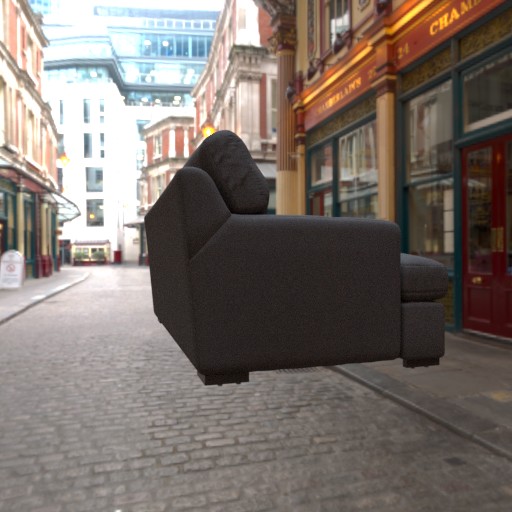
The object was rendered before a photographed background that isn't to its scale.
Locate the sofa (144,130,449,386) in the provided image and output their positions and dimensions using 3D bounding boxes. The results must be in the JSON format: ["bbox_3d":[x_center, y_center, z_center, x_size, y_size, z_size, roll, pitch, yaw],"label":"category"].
[{"bbox_3d":[0.000,0.000,2.548,1.143,0.940,1.880,0,0,-18],"label":"sofa"}]
